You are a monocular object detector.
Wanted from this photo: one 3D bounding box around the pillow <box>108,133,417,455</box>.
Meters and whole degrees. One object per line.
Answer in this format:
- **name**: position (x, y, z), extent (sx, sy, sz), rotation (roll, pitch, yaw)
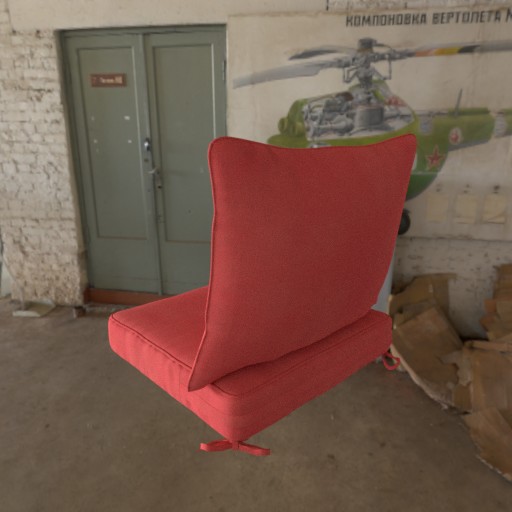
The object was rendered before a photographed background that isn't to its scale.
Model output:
- **pillow**: position (0.000, 0.000, 1.352), extent (0.798, 0.725, 0.733), rotation (-15, 22, -41)
